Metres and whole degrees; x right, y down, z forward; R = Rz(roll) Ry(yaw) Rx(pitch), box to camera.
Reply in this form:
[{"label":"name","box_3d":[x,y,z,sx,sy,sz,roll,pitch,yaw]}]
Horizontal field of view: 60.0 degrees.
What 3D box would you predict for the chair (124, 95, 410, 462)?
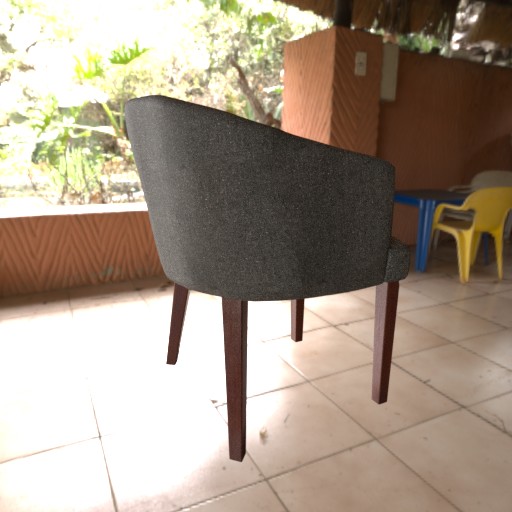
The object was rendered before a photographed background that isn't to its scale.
[{"label":"chair","box_3d":[0.000,0.000,1.237,0.655,0.811,0.583,-7,16,-26]}]
